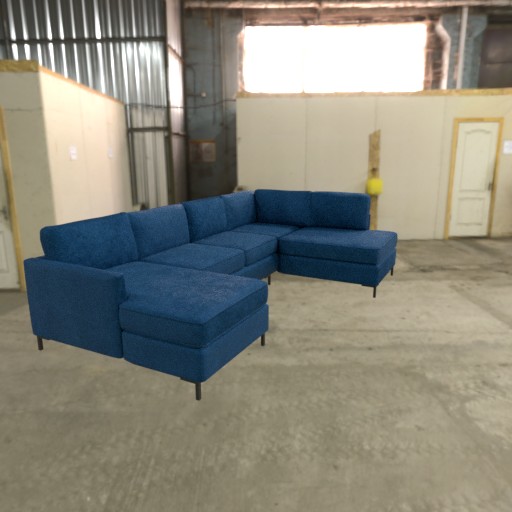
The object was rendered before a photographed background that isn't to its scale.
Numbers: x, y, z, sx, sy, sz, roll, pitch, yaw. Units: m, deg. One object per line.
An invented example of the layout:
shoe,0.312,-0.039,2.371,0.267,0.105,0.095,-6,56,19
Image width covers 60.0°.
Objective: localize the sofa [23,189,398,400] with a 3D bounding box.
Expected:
sofa,0.000,0.000,4.272,2.055,0.992,3.434,7,15,27
